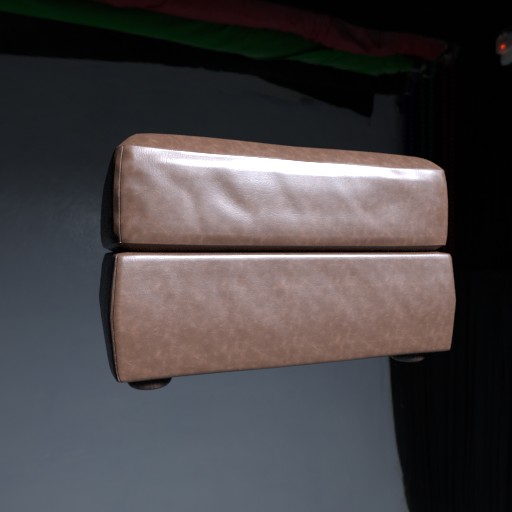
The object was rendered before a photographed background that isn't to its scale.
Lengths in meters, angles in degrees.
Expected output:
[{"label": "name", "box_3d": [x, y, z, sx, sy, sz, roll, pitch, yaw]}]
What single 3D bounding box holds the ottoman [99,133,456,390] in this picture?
[{"label": "ottoman", "box_3d": [0.000, 0.000, 1.124, 0.751, 0.476, 0.603, 0, 1, -20]}]
